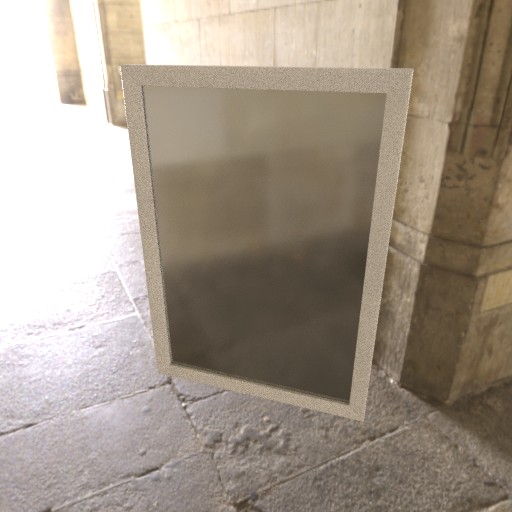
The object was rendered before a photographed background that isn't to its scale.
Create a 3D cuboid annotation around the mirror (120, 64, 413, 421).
[{"bbox_3d":[0.000,0.000,0.903,0.507,0.710,0.040,8,27,16],"label":"mirror"}]
